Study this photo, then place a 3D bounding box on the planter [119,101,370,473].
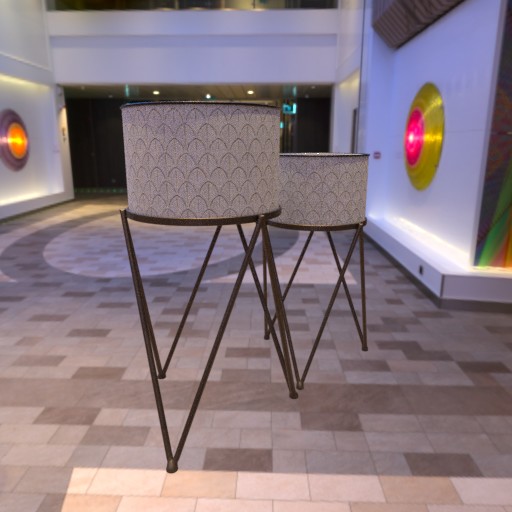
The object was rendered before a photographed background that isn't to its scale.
[{"bbox_3d":[0.000,0.000,1.158,0.769,0.712,0.413,-14,20,-43],"label":"planter"}]
